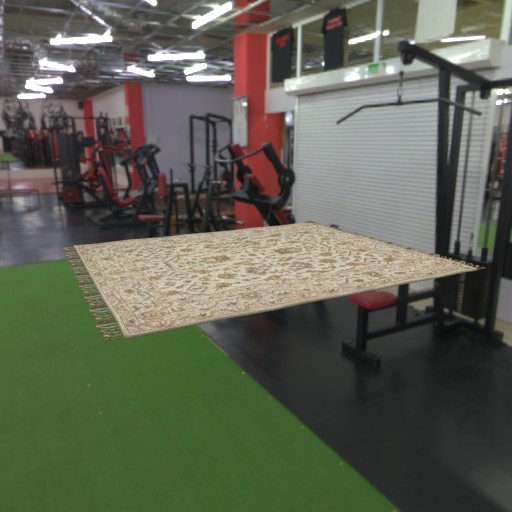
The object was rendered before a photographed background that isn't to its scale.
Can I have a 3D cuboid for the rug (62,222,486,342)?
[{"bbox_3d":[0.000,0.000,4.015,3.061,0.034,2.426,-7,16,-27],"label":"rug"}]
